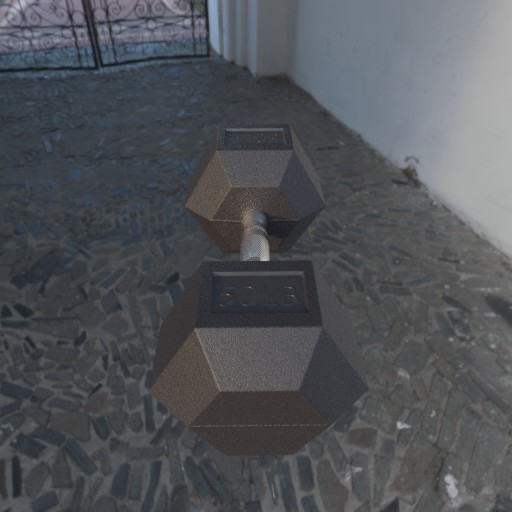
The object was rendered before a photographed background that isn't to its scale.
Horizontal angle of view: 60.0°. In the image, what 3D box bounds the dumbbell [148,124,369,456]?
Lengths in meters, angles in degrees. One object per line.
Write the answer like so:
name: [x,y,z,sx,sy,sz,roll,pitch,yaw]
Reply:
dumbbell: [0.000,0.000,0.470,0.173,0.150,0.384,0,40,-1]
